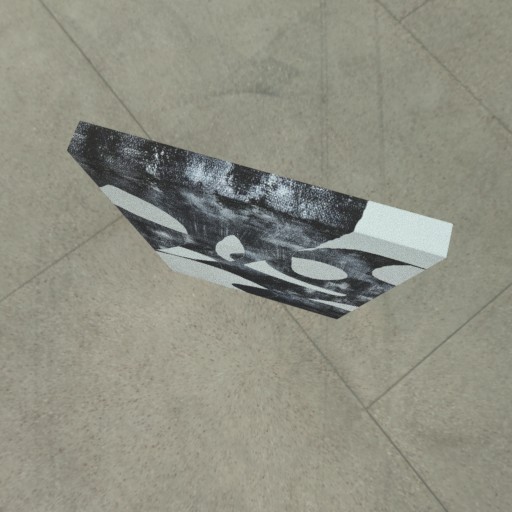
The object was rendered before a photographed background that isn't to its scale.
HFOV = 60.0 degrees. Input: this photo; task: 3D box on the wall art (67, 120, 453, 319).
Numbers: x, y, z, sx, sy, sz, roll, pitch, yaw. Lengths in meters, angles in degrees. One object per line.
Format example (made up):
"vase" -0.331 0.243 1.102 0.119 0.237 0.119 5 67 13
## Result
"wall art" 0.000 0.000 0.754 0.407 0.610 0.039 16 77 4
